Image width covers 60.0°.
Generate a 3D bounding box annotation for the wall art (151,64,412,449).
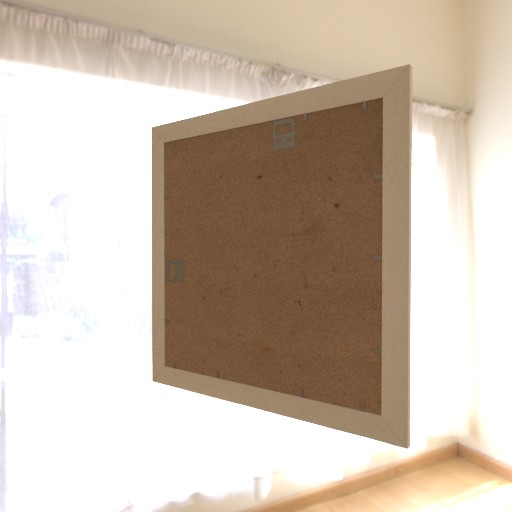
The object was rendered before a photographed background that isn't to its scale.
[{"bbox_3d":[0.000,0.000,0.853,0.584,0.584,0.013,1,1,36],"label":"wall art"}]
